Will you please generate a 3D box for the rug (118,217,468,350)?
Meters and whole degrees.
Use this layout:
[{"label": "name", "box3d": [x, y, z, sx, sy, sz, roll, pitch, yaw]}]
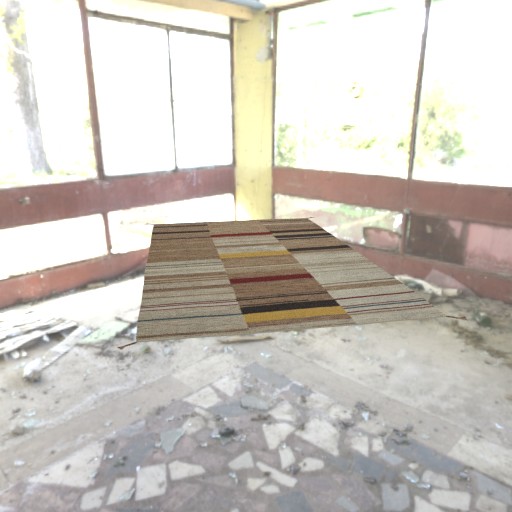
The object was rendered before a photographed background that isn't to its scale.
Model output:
[{"label": "rug", "box3d": [0.000, 0.000, 2.418, 1.268, 0.007, 1.918, -3, 17, -10]}]
